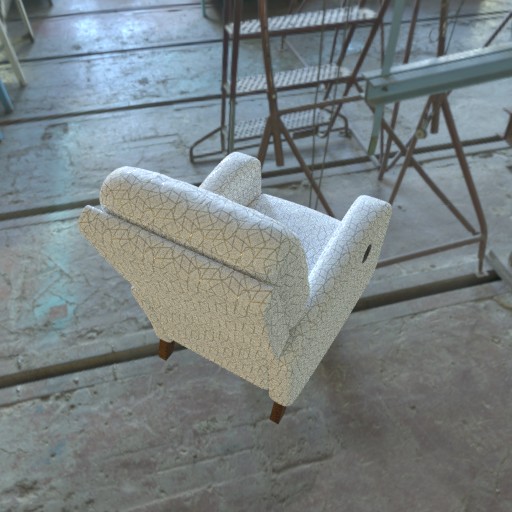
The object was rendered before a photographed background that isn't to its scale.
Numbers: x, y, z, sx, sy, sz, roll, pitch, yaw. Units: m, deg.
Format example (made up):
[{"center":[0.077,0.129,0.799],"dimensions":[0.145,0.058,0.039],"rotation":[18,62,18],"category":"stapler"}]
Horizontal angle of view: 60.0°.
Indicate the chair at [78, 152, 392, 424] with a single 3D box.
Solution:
[{"center":[0.000,0.000,1.783],"dimensions":[0.796,1.064,0.995],"rotation":[23,51,20],"category":"chair"}]
